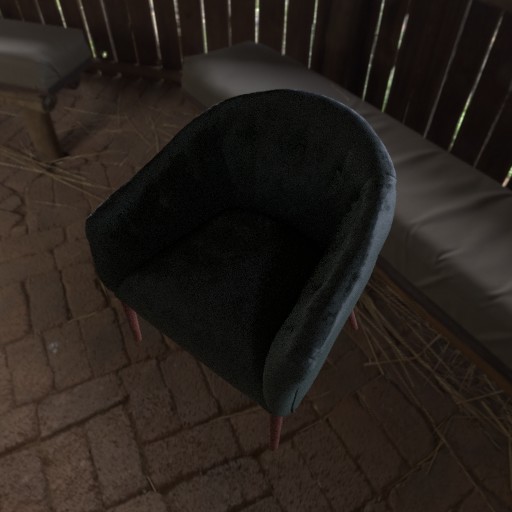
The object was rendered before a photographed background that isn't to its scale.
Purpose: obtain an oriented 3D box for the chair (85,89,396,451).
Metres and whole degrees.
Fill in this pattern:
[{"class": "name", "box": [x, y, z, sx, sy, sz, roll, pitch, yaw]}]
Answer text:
[{"class": "chair", "box": [0.000, 0.000, 1.520, 0.851, 0.885, 0.776, 30, 54, 25]}]
